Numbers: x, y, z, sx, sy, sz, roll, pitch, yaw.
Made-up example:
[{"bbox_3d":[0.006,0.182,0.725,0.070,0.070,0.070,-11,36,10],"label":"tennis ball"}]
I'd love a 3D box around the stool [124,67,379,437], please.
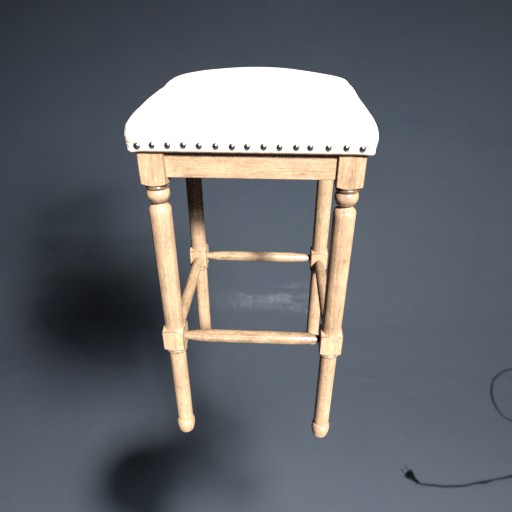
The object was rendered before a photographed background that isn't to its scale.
[{"bbox_3d":[0.000,0.000,0.985,0.383,0.768,0.382,1,31,2],"label":"stool"}]
